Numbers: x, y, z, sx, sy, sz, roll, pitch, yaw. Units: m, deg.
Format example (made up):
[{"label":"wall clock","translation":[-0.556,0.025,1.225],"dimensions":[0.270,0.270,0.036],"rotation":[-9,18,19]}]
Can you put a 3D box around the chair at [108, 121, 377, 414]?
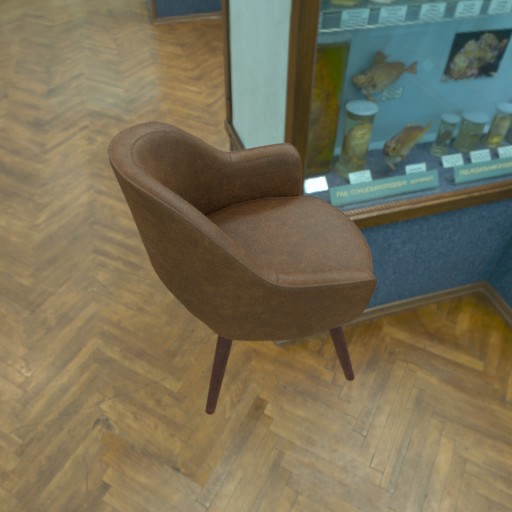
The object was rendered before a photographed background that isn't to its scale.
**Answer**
[{"label":"chair","translation":[0.000,0.000,1.254],"dimensions":[0.640,0.777,0.591],"rotation":[-10,46,-10]}]
